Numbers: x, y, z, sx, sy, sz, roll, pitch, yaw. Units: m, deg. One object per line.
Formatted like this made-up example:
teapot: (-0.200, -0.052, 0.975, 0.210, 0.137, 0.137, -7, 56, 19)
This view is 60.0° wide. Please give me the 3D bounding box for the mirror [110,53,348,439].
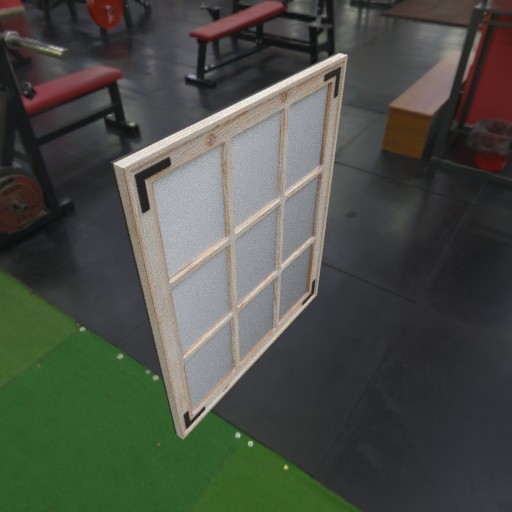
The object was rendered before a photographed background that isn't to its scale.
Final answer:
mirror: (0.000, 0.000, 1.215, 0.032, 0.882, 0.730, 27, 47, 28)
